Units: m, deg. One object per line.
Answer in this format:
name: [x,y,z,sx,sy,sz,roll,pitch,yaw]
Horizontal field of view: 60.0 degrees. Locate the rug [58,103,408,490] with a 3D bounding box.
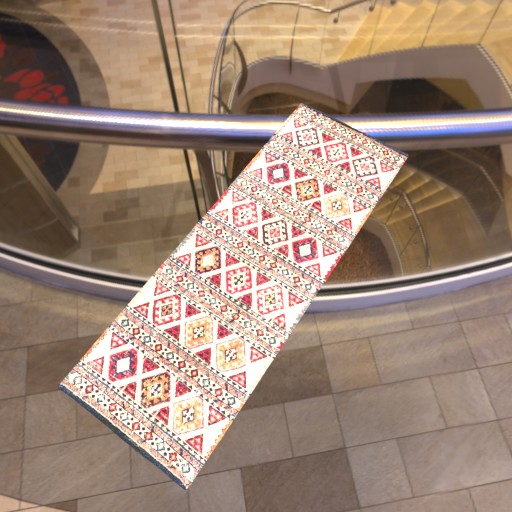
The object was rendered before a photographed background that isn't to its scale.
rug: [0.000,0.000,2.576,0.832,0.008,2.362,31,67,15]
